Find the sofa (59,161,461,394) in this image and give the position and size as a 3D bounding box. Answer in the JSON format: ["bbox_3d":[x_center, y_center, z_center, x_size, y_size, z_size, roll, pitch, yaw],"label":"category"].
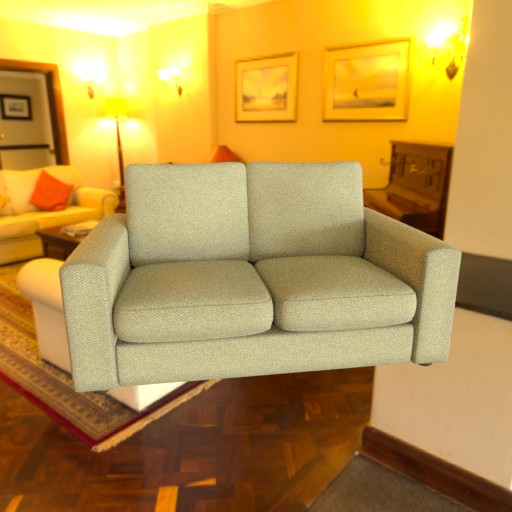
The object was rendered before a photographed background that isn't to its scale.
[{"bbox_3d":[0.000,0.000,2.207,1.616,0.873,1.016,-2,16,-8],"label":"sofa"}]
